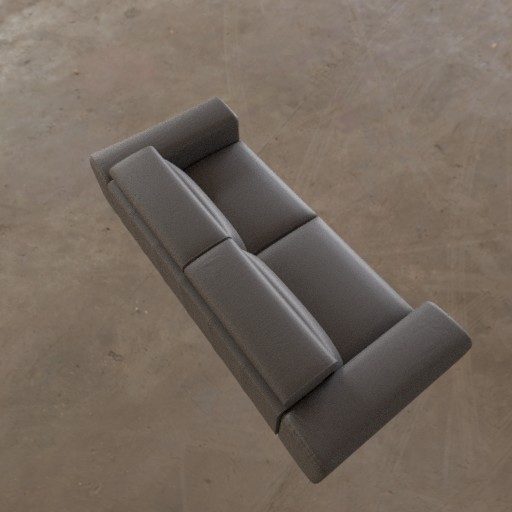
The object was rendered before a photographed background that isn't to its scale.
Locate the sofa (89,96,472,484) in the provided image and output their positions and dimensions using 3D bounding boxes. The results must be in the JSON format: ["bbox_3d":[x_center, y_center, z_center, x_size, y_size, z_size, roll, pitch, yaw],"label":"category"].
[{"bbox_3d":[0.000,0.000,2.687,1.023,0.759,2.321,-32,64,-18],"label":"sofa"}]
